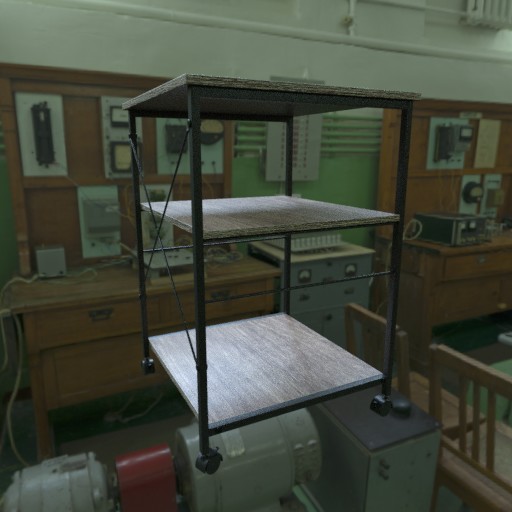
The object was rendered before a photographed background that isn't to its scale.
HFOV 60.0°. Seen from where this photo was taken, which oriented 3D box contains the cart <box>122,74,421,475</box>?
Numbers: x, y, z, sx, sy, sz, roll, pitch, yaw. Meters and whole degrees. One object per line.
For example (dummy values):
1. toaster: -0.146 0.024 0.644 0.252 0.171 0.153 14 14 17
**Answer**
1. cart: 0.000 0.000 1.134 0.520 0.762 0.521 -7 15 -26
